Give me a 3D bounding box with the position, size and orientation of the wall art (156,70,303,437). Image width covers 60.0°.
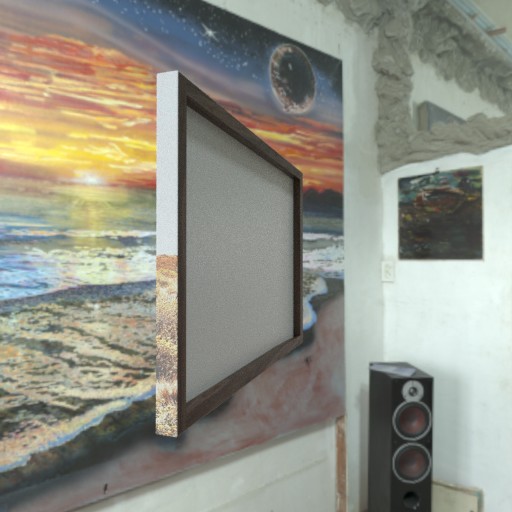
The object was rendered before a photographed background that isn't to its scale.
[{"bbox_3d":[0.000,0.000,1.465,0.051,0.761,1.138,0,-1,19],"label":"wall art"}]
